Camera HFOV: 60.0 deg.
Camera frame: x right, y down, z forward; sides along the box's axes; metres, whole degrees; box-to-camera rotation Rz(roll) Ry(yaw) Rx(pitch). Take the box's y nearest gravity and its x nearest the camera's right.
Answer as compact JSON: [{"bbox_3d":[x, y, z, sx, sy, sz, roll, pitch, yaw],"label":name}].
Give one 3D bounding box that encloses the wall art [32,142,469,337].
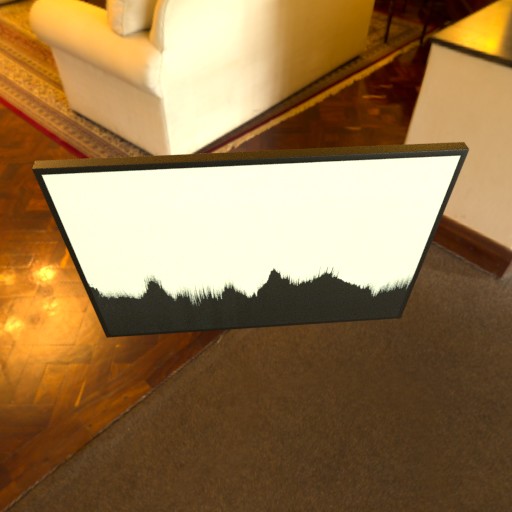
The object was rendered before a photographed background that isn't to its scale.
[{"bbox_3d":[0.000,0.000,0.834,0.659,0.446,0.022,-3,47,-3],"label":"wall art"}]
